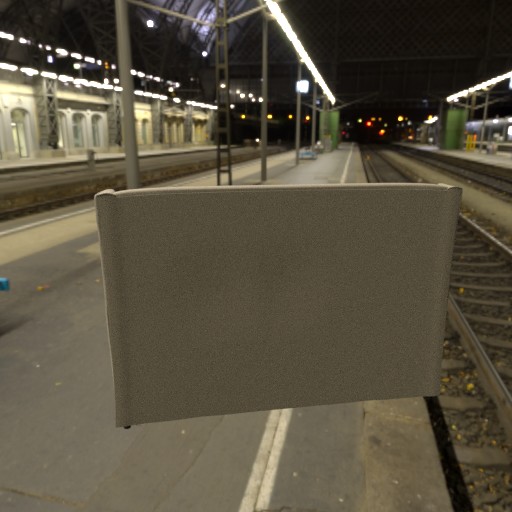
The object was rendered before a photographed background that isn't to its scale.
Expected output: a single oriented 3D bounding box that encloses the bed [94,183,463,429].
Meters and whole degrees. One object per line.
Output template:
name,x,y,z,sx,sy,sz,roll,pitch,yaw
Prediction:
bed,0.000,0.000,3.464,1.925,1.332,2.276,-2,15,-9
